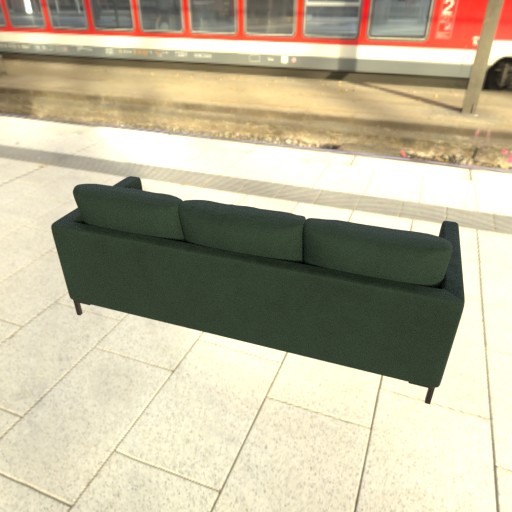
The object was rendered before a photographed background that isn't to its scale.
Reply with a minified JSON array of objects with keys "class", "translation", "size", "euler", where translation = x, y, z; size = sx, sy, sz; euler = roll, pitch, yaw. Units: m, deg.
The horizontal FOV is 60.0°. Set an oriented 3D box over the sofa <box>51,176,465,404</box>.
[{"class":"sofa","translation":[0.000,0.000,2.678],"size":[2.218,0.870,0.859],"euler":[10,33,16]}]
